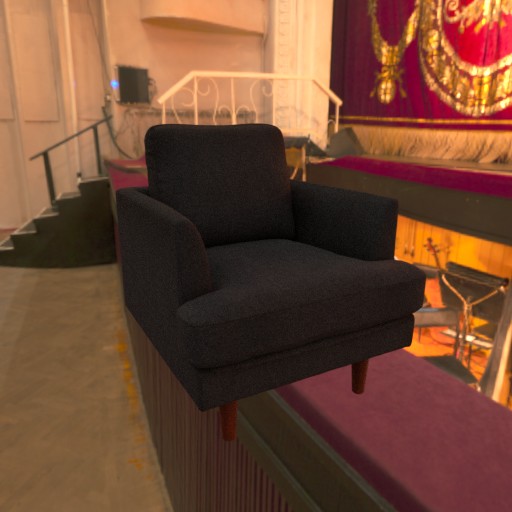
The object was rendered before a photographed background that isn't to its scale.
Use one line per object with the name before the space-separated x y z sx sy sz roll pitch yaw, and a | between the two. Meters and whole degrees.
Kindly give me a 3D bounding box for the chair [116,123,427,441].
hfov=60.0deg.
chair | 0.000 0.000 1.656 0.858 0.957 0.899 -9 18 -28
